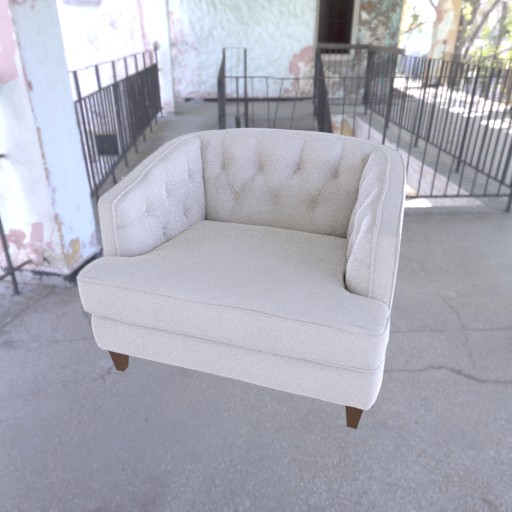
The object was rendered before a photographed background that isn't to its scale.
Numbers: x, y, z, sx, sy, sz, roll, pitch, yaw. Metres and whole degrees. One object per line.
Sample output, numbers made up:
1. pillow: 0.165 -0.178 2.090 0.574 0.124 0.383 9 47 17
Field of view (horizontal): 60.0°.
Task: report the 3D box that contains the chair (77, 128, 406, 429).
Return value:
1. chair: 0.000 0.000 1.815 1.104 0.852 0.941 8 28 16
